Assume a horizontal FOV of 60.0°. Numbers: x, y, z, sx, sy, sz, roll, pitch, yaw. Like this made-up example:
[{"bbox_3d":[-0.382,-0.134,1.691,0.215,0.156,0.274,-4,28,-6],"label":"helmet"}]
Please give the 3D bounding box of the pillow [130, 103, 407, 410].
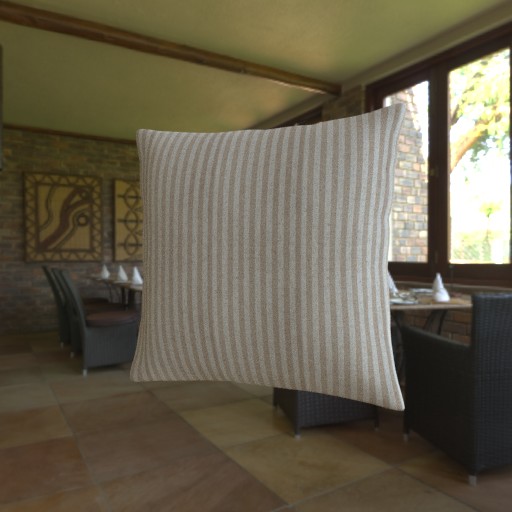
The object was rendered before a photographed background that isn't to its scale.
[{"bbox_3d":[0.000,0.000,0.814,0.523,0.510,0.166,0,0,17],"label":"pillow"}]
